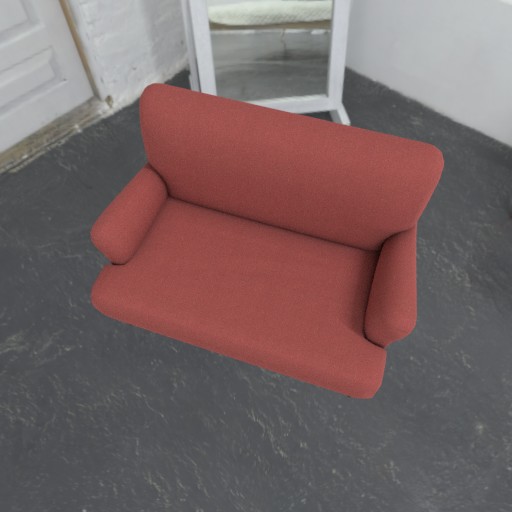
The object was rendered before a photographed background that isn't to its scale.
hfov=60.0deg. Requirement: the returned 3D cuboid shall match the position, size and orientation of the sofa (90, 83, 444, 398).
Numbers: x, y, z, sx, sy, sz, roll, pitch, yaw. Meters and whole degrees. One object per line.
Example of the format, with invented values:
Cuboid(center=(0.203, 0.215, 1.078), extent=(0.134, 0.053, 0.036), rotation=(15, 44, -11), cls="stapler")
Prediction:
Cuboid(center=(0.000, 0.000, 1.843), extent=(1.297, 0.889, 0.779), rotation=(16, 60, 10), cls="sofa")
